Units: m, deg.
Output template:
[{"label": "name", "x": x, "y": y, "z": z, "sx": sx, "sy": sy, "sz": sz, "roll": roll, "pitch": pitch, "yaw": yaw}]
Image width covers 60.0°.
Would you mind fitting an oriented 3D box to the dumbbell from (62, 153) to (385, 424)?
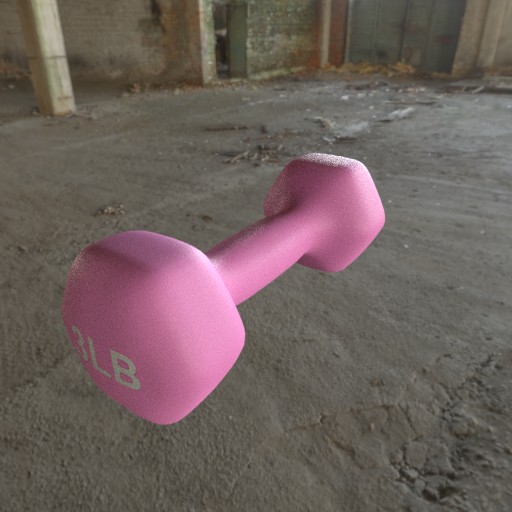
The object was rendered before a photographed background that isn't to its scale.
[{"label": "dumbbell", "x": 0.000, "y": 0.000, "z": 0.188, "sx": 0.064, "sy": 0.058, "sz": 0.159, "roll": 18, "pitch": 32, "yaw": 31}]
